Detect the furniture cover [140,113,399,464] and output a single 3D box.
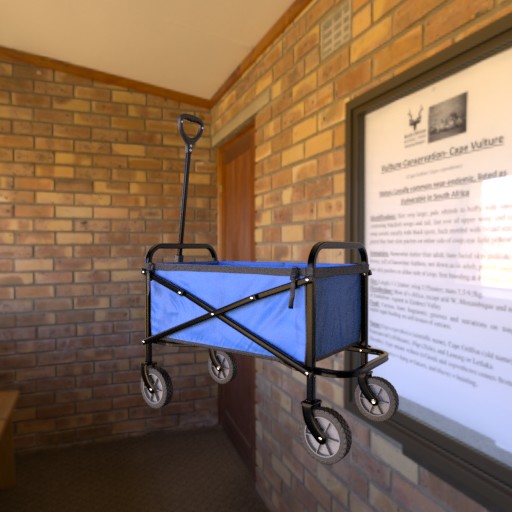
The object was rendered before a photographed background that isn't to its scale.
[{"bbox_3d":[0.000,0.000,1.834,1.038,1.295,0.532,1,1,37],"label":"furniture cover"}]
